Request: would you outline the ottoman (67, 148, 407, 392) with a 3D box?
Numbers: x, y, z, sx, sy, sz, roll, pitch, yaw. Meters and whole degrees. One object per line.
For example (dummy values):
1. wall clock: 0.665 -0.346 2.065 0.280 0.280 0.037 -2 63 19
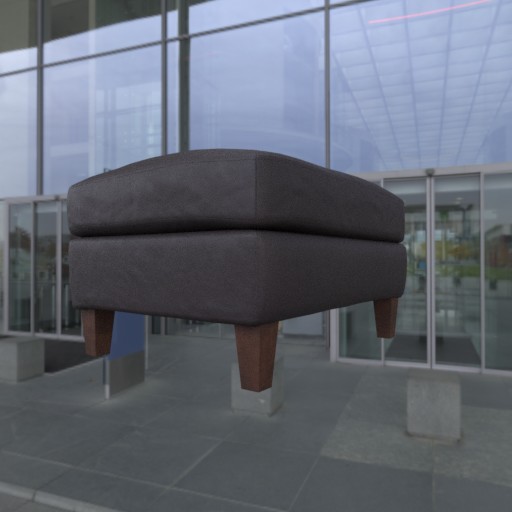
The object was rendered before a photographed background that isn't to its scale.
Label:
1. ottoman: 0.000 0.000 1.325 0.659 0.529 0.887 0 -1 36
